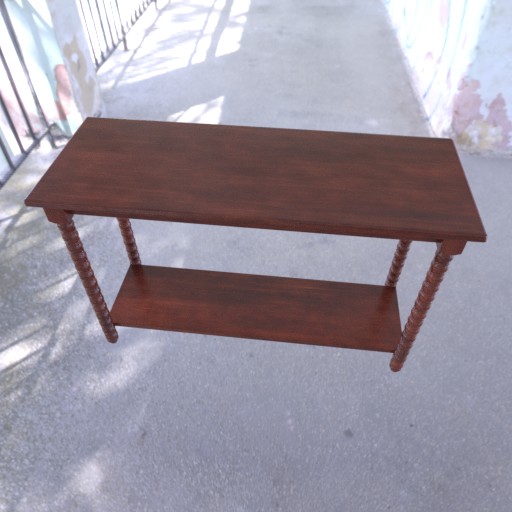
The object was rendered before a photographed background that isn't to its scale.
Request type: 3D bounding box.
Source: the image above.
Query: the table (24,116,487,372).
[{"bbox_3d":[0.000,0.000,1.535,1.184,0.740,0.459,5,46,5],"label":"table"}]
